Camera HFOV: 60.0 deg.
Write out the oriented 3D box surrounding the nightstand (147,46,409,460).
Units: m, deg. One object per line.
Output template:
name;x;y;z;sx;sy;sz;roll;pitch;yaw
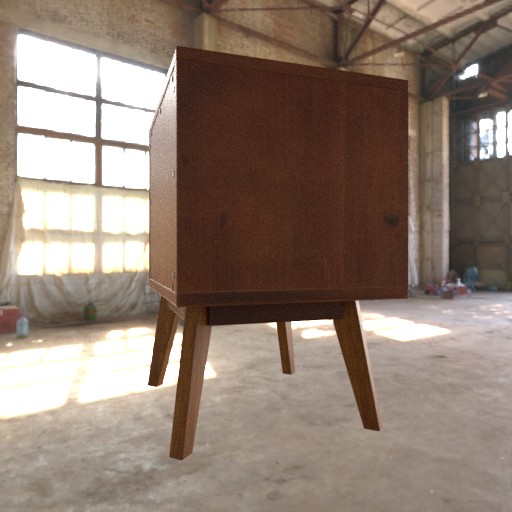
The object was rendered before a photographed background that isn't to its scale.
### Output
nightstand;0.000;0.000;0.929;0.411;0.618;0.460;0;0;-19
